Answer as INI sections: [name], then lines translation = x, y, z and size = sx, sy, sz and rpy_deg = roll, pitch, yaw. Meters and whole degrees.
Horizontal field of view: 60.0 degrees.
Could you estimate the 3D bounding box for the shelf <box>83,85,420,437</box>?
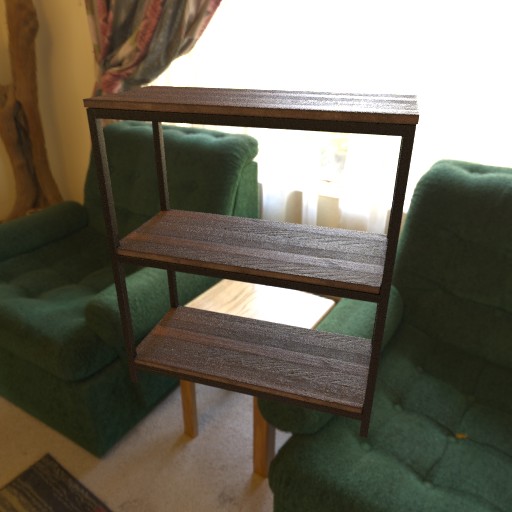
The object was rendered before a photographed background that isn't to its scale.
[shelf]
translation = 0.000, 0.000, 1.392
size = 0.822, 0.947, 0.352
rpy_deg = 8, 28, 15
